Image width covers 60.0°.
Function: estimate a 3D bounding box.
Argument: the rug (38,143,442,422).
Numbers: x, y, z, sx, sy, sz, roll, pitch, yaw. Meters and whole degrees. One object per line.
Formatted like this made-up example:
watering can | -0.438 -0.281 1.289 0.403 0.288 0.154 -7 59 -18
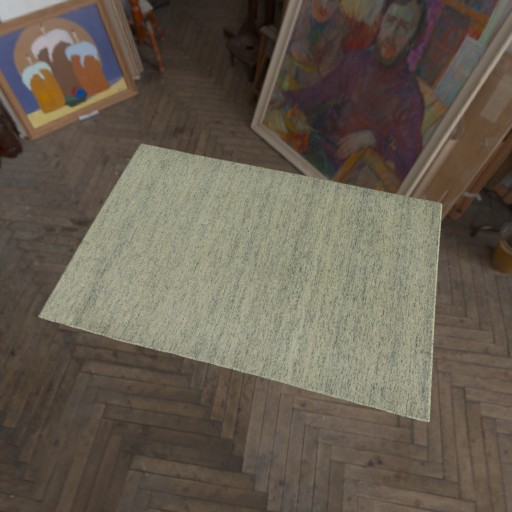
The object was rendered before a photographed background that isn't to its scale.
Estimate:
rug | 0.000 0.000 2.318 1.846 0.014 1.243 13 58 8
